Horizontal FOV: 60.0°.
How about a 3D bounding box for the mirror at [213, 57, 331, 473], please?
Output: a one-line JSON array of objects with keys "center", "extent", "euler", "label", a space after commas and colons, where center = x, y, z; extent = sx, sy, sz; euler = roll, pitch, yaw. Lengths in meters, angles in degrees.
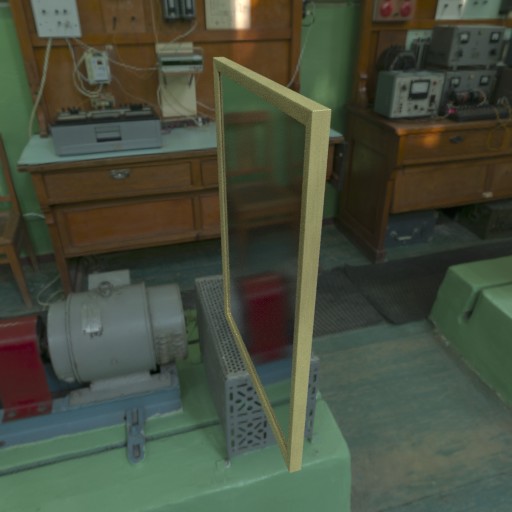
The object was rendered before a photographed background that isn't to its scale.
[{"center": [0.000, 0.000, 1.334], "extent": [0.040, 1.016, 0.762], "euler": [-9, 32, -15], "label": "mirror"}]
